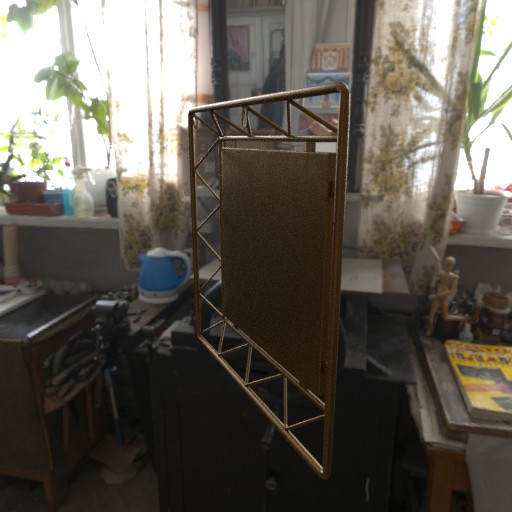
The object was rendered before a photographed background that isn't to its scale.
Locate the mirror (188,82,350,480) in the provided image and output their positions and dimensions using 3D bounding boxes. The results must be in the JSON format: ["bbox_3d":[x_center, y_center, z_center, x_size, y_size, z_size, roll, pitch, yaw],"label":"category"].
[{"bbox_3d":[0.000,0.000,0.618,0.046,0.414,0.416,-8,17,-26],"label":"mirror"}]
